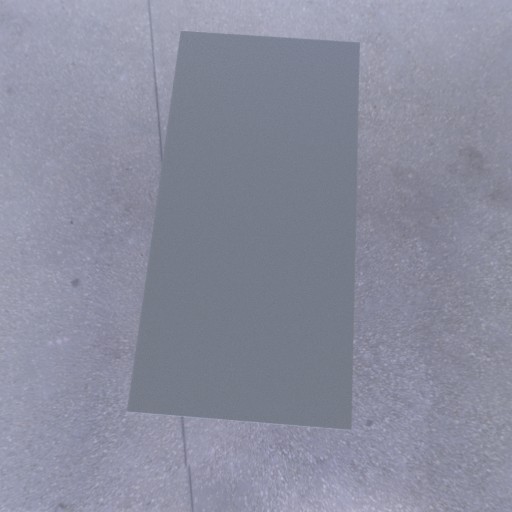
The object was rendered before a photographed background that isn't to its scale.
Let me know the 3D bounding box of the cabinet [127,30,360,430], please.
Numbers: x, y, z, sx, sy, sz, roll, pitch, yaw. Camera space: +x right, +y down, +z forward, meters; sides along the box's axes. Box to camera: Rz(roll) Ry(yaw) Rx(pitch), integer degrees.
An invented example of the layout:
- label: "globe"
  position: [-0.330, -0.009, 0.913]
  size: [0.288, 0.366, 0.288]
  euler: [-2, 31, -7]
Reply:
- label: "cabinet"
  position: [0.000, 0.000, 1.253]
  size: [0.396, 0.780, 0.801]
  euler: [4, 76, 1]
